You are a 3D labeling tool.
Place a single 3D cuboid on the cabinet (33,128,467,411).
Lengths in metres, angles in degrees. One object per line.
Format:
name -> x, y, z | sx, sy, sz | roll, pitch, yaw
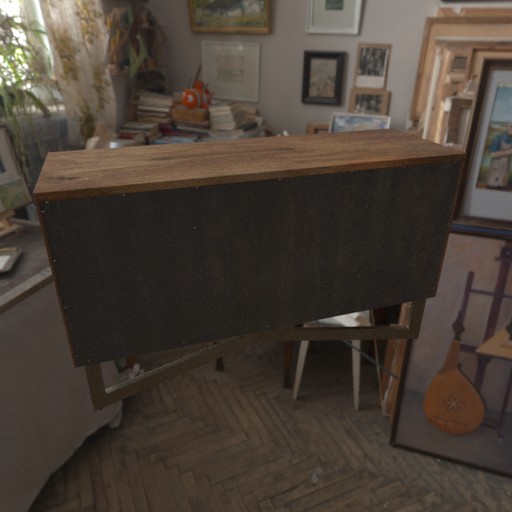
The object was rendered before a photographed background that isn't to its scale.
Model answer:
cabinet -> 0.000, 0.000, 1.726 | 1.373, 0.812, 0.480 | -8, 28, -16
